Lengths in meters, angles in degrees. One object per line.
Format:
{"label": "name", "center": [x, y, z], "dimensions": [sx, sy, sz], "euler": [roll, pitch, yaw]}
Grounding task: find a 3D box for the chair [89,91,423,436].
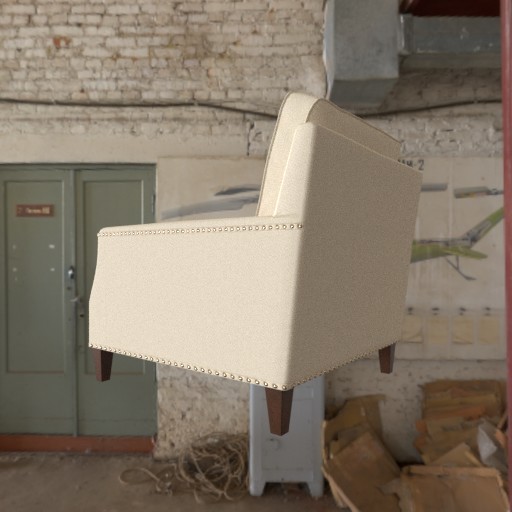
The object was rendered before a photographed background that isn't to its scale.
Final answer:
{"label": "chair", "center": [0.000, 0.000, 1.717], "dimensions": [1.014, 0.943, 0.853], "euler": [0, 0, 38]}
